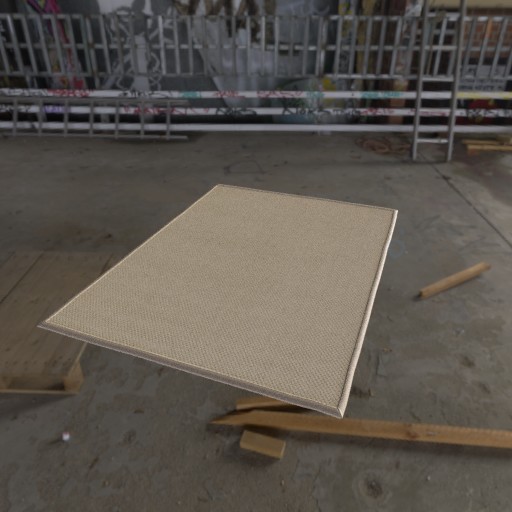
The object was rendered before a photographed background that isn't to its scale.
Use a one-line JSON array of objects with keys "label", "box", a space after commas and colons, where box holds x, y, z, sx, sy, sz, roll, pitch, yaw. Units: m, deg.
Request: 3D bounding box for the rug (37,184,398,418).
[{"label": "rug", "box": [0.000, 0.000, 2.779, 1.525, 0.020, 2.081, 11, 32, 18]}]
